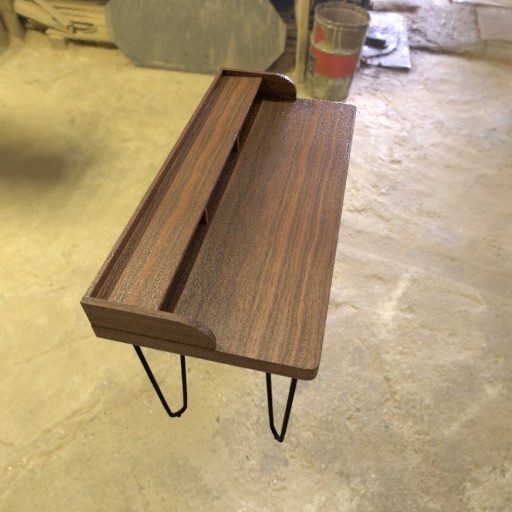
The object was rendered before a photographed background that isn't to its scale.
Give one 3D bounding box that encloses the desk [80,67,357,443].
[{"bbox_3d":[0.000,0.000,1.686,0.565,0.854,1.200,10,49,8],"label":"desk"}]
